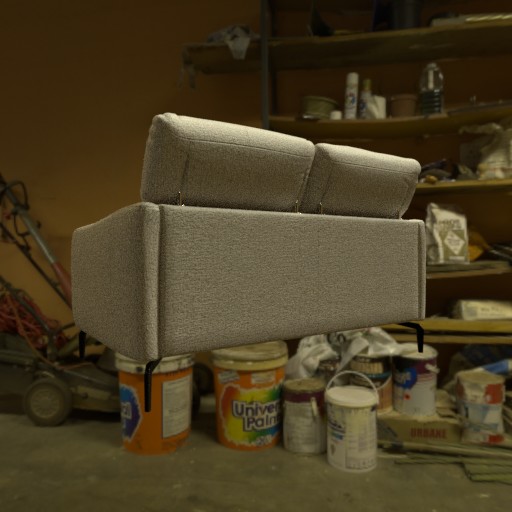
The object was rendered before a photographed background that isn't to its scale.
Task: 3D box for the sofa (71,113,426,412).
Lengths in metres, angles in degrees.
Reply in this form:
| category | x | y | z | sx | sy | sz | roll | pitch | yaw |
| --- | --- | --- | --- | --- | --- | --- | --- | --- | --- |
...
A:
| category | x | y | z | sx | sy | sz | roll | pitch | yaw |
| --- | --- | --- | --- | --- | --- | --- | --- | --- | --- |
| sofa | 0.000 | 0.000 | 2.111 | 1.540 | 0.950 | 0.905 | 0 | 1 | -35 |
